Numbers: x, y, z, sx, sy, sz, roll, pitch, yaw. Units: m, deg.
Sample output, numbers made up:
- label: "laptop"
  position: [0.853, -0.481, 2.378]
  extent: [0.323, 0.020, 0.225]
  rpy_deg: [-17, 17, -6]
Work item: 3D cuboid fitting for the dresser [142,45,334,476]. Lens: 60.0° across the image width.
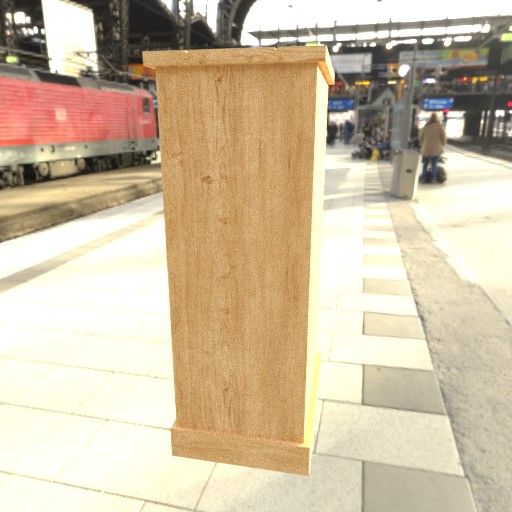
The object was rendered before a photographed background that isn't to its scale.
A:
- label: "dresser"
  position: [0.000, 0.000, 1.307]
  extent: [0.390, 1.041, 0.531]
  rpy_deg: [3, 17, 11]
